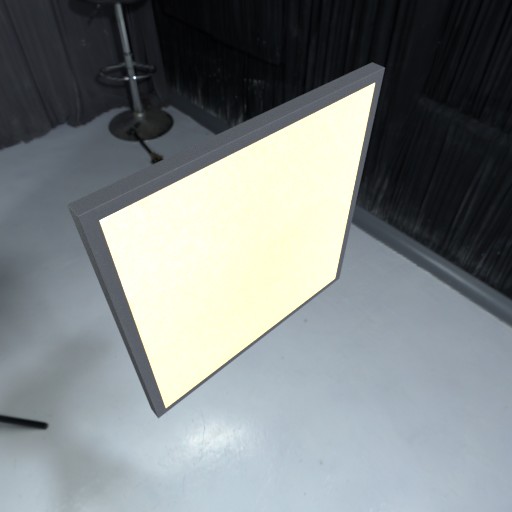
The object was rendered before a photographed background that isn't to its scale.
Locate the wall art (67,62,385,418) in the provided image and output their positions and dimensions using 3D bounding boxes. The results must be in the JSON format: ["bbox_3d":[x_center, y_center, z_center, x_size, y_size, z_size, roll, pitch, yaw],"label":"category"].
[{"bbox_3d":[0.000,0.000,1.138,0.762,0.760,0.037,-33,56,-27],"label":"wall art"}]
